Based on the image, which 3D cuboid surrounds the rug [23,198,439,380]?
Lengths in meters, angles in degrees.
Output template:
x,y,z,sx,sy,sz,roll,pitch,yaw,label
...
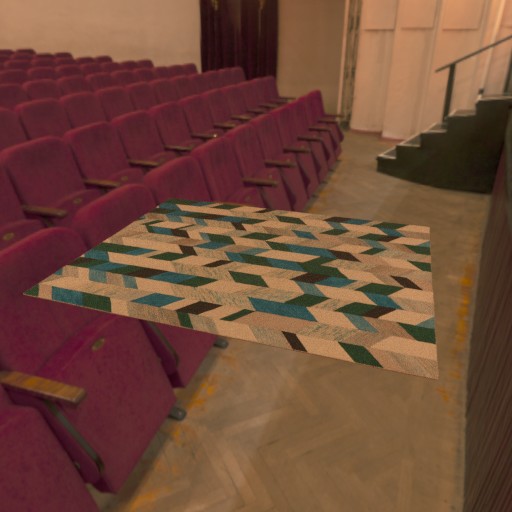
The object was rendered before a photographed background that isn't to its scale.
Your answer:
x,y,z,sx,sy,sz,roll,pitch,yaw,label
0.000,0.000,4.035,3.036,0.008,2.440,8,27,16,rug
